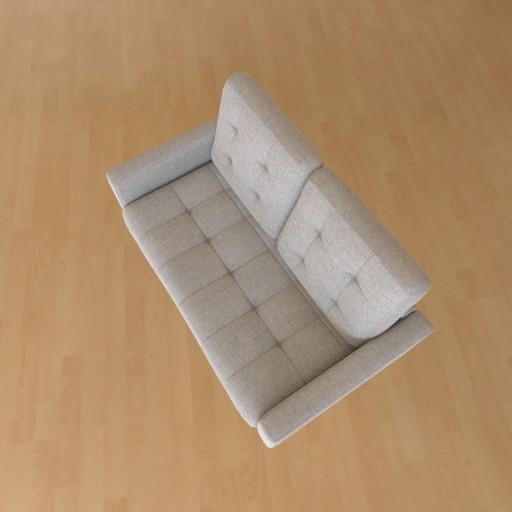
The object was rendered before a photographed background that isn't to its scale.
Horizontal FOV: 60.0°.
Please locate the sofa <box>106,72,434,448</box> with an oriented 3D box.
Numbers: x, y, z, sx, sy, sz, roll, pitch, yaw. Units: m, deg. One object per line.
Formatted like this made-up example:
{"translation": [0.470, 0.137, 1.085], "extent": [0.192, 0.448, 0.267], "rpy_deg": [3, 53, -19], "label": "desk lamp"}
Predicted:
{"translation": [0.000, 0.000, 2.010], "extent": [0.842, 0.907, 1.407], "rpy_deg": [-31, 68, -14], "label": "sofa"}
